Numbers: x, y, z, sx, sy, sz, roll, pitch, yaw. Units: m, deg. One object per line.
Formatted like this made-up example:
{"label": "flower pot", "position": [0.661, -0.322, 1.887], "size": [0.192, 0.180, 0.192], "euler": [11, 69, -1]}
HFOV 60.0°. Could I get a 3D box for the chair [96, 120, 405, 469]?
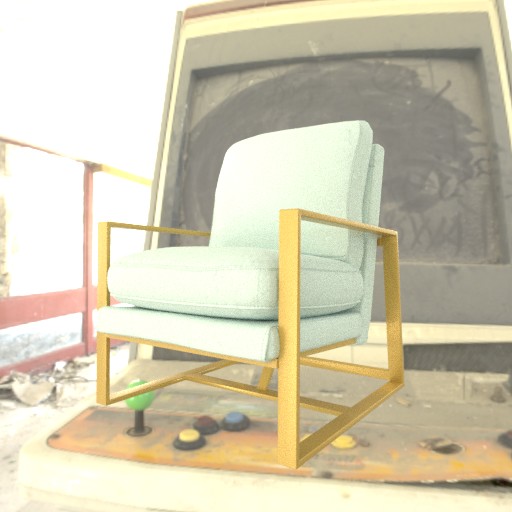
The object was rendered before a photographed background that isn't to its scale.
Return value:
{"label": "chair", "position": [0.000, 0.000, 1.513], "size": [0.758, 0.956, 0.813], "euler": [0, 1, 36]}
